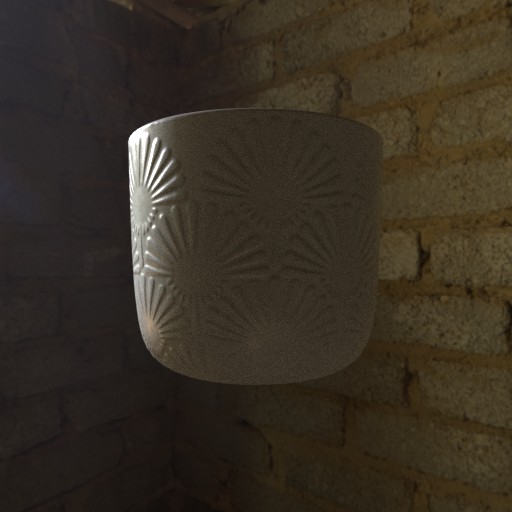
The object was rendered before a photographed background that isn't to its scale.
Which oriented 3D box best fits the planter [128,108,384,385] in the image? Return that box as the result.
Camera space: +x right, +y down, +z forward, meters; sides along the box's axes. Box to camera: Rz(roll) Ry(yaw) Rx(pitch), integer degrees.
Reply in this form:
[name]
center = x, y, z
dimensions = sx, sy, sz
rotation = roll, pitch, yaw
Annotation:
[planter]
center = 0.000, 0.000, 0.224
dimensions = 0.124, 0.109, 0.124
rotation = 0, 0, 0
